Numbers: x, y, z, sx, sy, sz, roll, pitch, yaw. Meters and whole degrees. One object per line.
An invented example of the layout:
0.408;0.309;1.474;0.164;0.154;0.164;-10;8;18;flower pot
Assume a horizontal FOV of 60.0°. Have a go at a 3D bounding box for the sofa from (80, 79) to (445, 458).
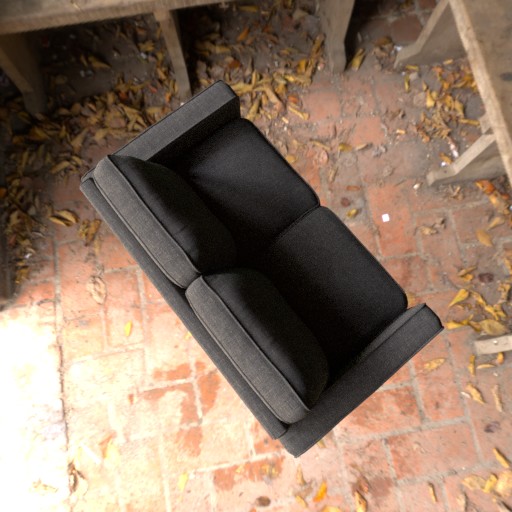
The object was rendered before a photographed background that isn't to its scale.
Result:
0.000;0.000;2.277;0.947;0.918;1.709;-38;79;-8;sofa
